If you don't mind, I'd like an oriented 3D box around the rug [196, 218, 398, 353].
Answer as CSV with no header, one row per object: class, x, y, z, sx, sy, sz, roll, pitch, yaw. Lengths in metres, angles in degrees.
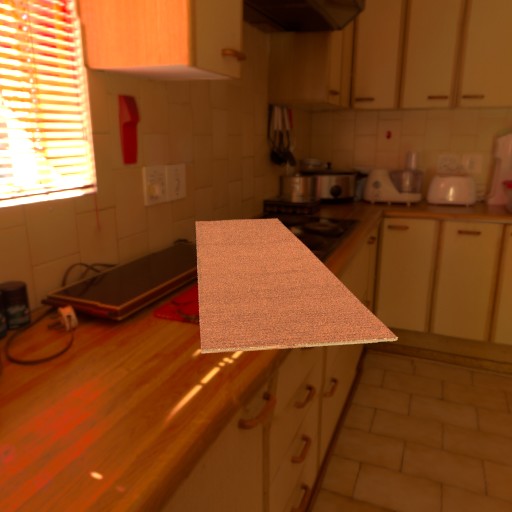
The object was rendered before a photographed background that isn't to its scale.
rug,0.000,0.000,2.620,0.692,0.032,2.320,-2,15,-8
